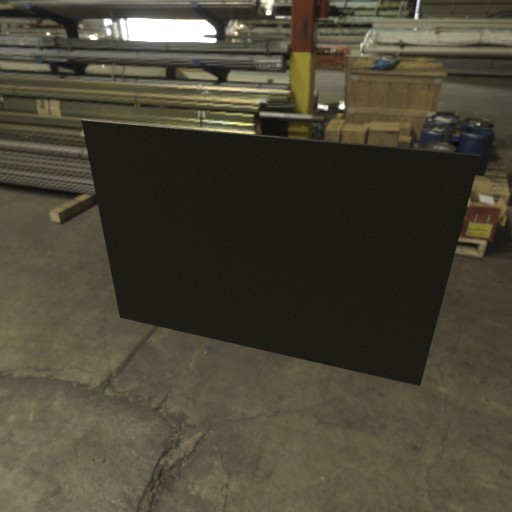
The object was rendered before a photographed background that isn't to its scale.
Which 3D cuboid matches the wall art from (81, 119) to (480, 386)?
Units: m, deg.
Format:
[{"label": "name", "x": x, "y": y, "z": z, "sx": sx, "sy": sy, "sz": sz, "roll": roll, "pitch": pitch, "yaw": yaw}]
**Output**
[{"label": "wall art", "x": 0.000, "y": 0.000, "z": 1.484, "sx": 1.192, "sy": 0.811, "sz": 0.013, "roll": 10, "pitch": 32, "yaw": 16}]
